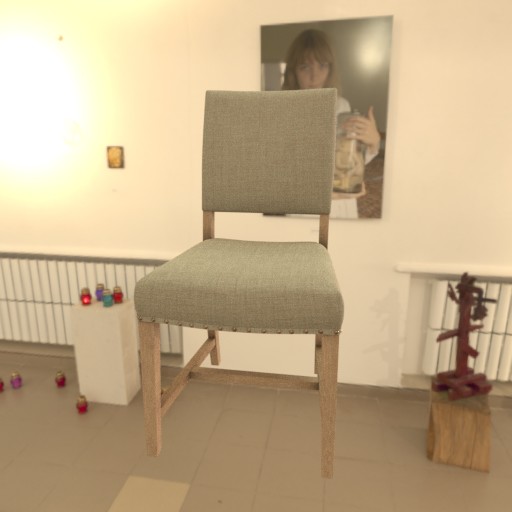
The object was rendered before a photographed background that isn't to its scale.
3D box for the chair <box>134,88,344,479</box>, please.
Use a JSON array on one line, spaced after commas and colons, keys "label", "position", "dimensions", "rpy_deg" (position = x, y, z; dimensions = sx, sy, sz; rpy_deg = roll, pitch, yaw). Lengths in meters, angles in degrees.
[{"label": "chair", "position": [0.000, 0.000, 1.318], "dimensions": [0.508, 0.986, 0.622], "rpy_deg": [3, 15, 9]}]
